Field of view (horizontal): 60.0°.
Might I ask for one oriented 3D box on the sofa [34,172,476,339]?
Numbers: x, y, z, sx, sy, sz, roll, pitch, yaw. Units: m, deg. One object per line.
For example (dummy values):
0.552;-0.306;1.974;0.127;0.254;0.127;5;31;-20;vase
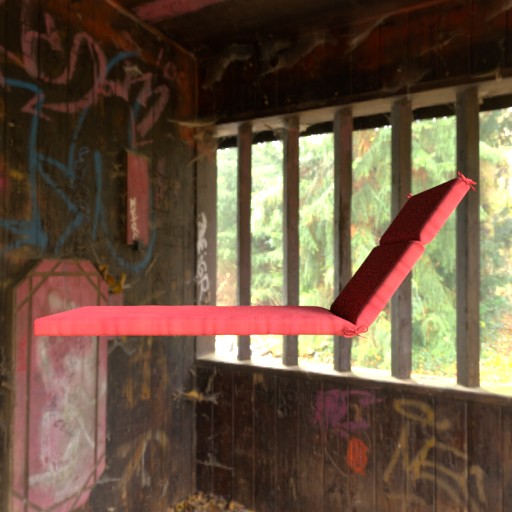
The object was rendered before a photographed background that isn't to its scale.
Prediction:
0.000;0.000;1.904;1.663;0.622;0.582;0;-1;-1;sofa
